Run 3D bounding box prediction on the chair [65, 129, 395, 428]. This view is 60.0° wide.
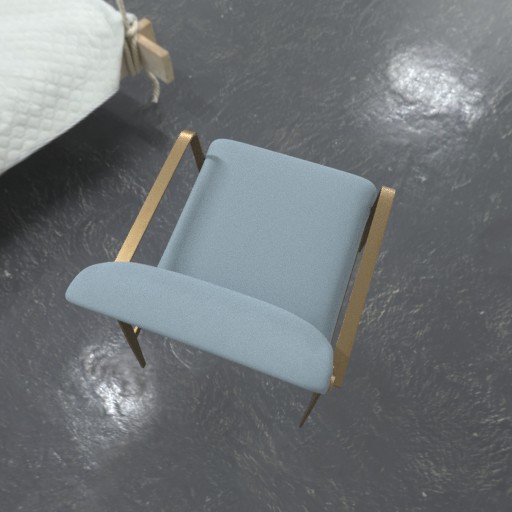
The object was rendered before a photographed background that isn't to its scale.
[{"bbox_3d":[0.000,0.000,1.433,0.701,0.824,0.842,18,65,9],"label":"chair"}]
